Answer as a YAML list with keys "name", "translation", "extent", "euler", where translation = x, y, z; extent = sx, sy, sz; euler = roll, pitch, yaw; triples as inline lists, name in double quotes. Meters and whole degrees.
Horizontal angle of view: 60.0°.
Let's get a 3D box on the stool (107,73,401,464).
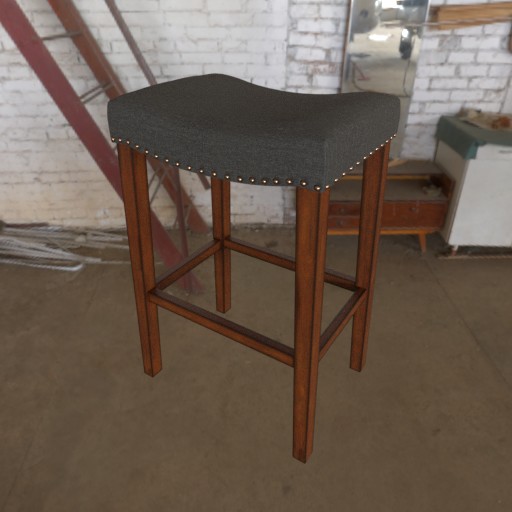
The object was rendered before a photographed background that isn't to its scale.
- name: "stool"
  translation: [0.000, 0.000, 1.049]
  extent: [0.502, 0.748, 0.366]
  euler: [19, 36, 28]
